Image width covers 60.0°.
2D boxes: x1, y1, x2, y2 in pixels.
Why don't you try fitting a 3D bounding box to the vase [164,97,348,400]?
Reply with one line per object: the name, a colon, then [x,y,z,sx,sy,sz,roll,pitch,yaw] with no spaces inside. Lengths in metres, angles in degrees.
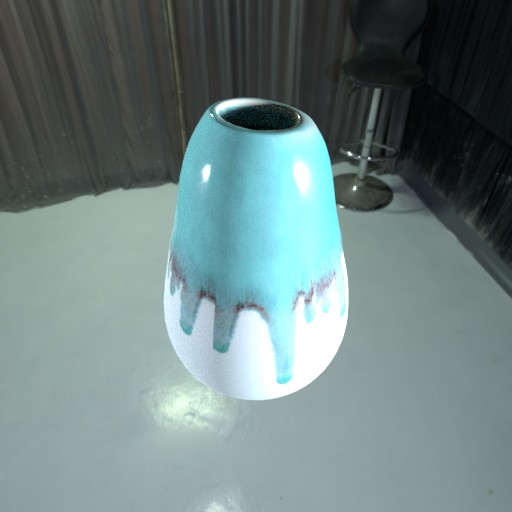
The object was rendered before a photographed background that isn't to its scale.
vase: [0.000,0.000,0.258,0.116,0.179,0.116,0,42,0]
